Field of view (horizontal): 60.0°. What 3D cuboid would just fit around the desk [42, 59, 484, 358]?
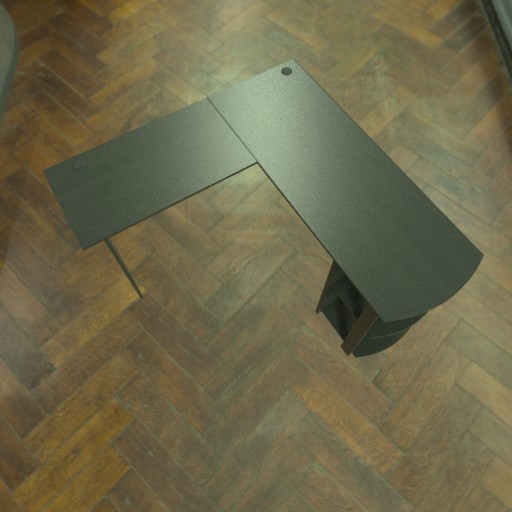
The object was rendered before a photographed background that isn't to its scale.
[{"bbox_3d":[0.000,0.000,2.106,1.303,0.716,1.361,-29,67,-14],"label":"desk"}]
